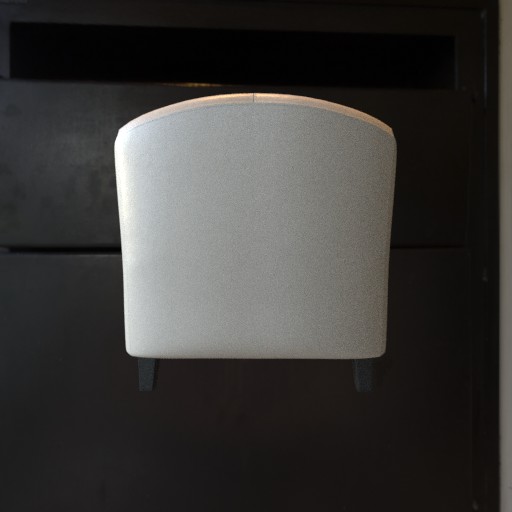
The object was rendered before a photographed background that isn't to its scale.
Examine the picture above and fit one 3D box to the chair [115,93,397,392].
[{"bbox_3d":[0.000,0.000,1.361,0.792,0.756,0.727,0,0,1],"label":"chair"}]
